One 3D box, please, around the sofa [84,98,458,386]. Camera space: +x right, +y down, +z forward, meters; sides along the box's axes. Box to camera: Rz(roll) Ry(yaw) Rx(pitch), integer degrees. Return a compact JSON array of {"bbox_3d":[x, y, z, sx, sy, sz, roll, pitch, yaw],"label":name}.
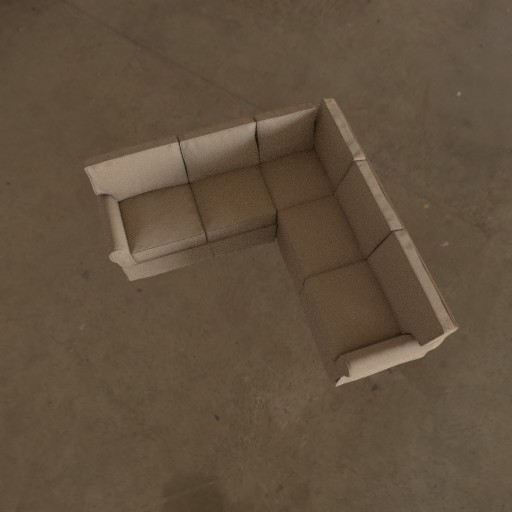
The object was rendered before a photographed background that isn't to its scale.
[{"bbox_3d":[0.000,0.000,4.344,2.730,1.124,2.733,-17,66,-8],"label":"sofa"}]
